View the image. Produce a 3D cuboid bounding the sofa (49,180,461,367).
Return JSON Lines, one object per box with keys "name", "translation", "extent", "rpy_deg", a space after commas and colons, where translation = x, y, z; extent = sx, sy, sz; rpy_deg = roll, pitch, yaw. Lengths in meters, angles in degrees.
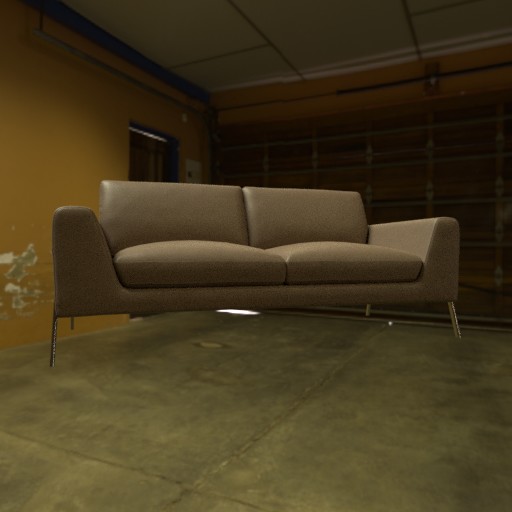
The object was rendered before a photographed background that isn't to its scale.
{"name": "sofa", "translation": [0.000, 0.000, 2.501], "extent": [2.017, 0.875, 0.953], "rpy_deg": [0, 0, -18]}
